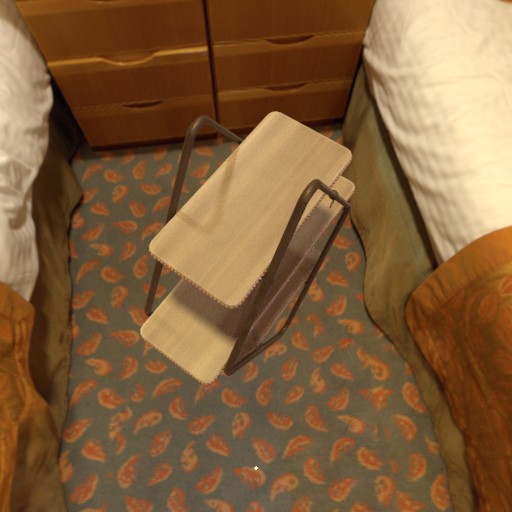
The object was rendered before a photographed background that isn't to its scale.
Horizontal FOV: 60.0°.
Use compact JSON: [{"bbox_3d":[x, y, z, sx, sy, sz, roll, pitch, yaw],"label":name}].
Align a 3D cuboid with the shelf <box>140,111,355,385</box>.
[{"bbox_3d":[0.000,0.000,1.039,0.234,0.774,0.609,33,69,15],"label":"shelf"}]
